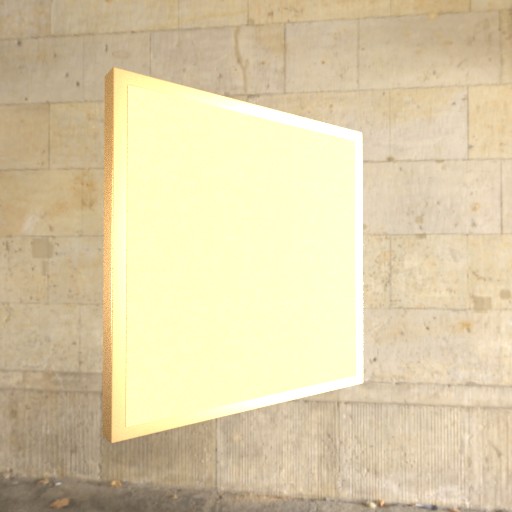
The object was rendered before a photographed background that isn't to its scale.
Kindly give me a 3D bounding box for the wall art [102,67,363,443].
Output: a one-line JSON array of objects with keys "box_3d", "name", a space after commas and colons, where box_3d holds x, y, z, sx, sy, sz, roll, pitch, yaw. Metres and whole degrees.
[{"box_3d": [0.000, 0.000, 0.458, 0.305, 0.305, 0.023, 1, -1, -36], "name": "wall art"}]
